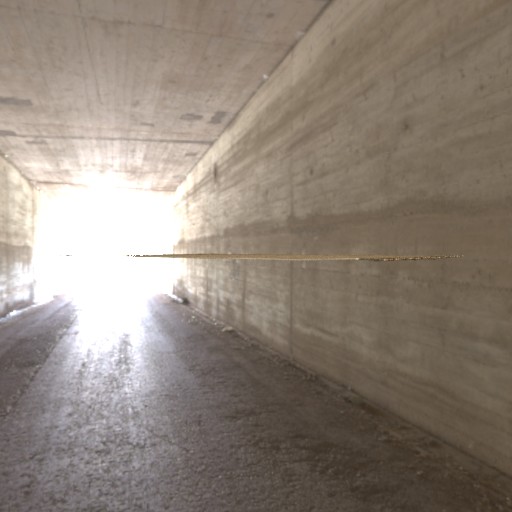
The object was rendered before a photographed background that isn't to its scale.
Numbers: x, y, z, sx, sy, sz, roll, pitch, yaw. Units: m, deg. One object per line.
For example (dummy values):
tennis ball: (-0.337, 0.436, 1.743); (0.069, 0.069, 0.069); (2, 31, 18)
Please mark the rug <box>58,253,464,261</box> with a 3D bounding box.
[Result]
rug: (0.000, 0.000, 2.408); (1.861, 0.017, 1.218); (1, 1, 37)
